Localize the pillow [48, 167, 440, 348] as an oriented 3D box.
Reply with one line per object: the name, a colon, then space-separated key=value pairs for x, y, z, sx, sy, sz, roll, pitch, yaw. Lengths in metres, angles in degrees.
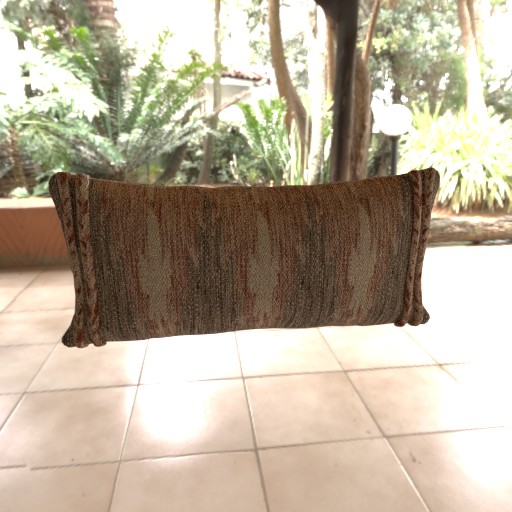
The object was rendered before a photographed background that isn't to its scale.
pillow: x=0.000 y=0.000 z=0.727 sx=0.635 sy=0.282 sz=0.139 roll=-2 pitch=16 yaw=-8
